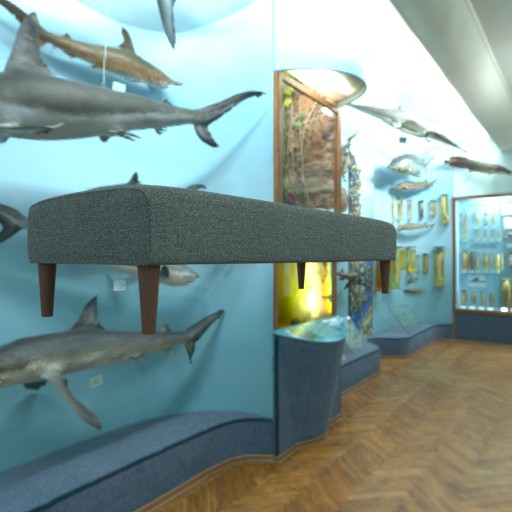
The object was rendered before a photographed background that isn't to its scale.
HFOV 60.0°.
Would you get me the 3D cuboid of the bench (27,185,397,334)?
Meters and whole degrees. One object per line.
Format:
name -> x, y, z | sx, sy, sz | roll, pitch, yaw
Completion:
bench -> 0.000, 0.000, 1.840 | 0.631, 0.384, 1.598 | 0, 0, 38
